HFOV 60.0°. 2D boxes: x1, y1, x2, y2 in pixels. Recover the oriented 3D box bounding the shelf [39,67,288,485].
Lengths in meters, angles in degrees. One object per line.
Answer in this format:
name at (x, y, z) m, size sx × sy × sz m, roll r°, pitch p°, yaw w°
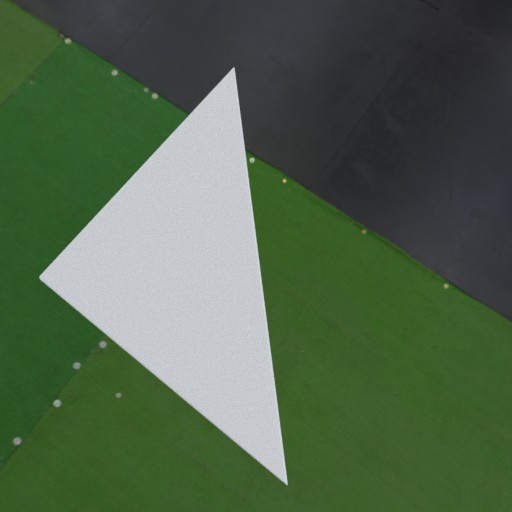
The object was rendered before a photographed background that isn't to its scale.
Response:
shelf at (0.000, 0.000, 0.444) m, size 0.296 × 0.035 × 0.296 m, roll 37°, pitch 79°, yaw 9°
